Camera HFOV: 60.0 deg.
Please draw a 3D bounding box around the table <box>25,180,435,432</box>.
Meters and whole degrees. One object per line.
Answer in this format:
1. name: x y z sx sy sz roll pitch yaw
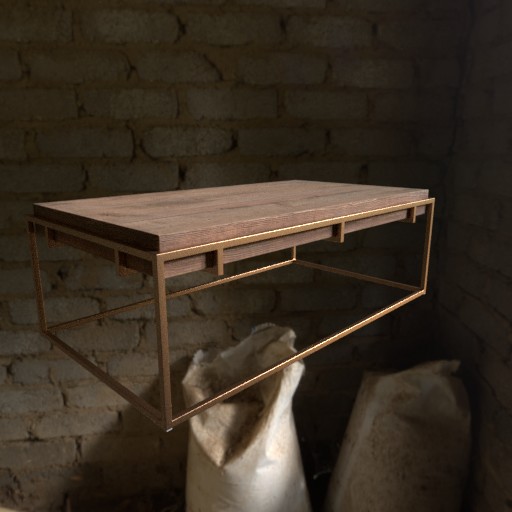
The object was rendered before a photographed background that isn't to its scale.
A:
1. table: 0.000 0.000 1.724 0.775 0.468 1.387 14 20 43
